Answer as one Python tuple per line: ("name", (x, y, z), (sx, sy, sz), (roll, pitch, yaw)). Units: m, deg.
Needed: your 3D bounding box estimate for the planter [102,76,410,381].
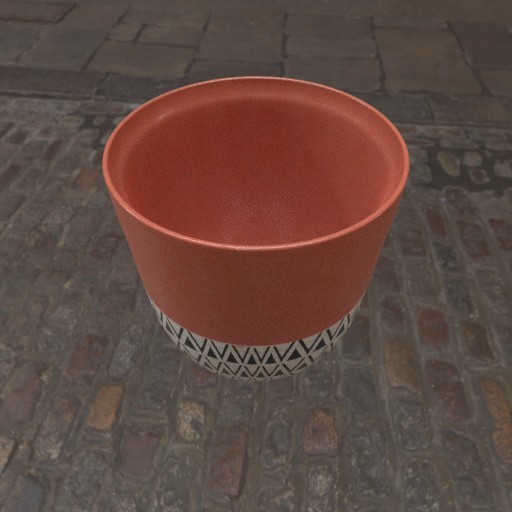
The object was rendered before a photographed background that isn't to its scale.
("planter", (0.000, 0.000, 0.365), (0.195, 0.214, 0.195), (0, 46, 0))
